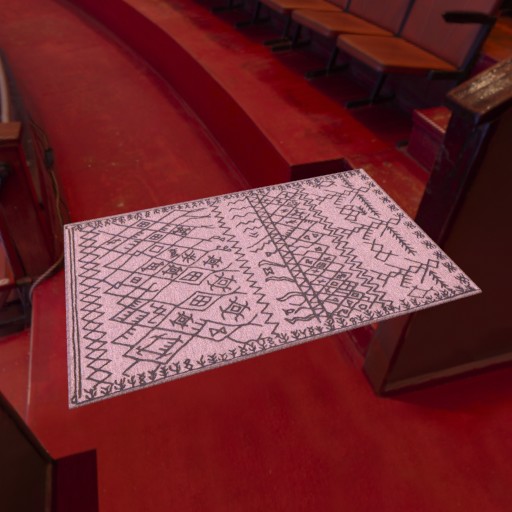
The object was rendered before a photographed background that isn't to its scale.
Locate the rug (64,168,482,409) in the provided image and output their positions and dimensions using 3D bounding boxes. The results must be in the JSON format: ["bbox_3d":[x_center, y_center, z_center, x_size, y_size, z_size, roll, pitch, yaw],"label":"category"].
[{"bbox_3d":[0.000,0.000,2.991,2.444,0.012,1.526,-13,44,-14],"label":"rug"}]
